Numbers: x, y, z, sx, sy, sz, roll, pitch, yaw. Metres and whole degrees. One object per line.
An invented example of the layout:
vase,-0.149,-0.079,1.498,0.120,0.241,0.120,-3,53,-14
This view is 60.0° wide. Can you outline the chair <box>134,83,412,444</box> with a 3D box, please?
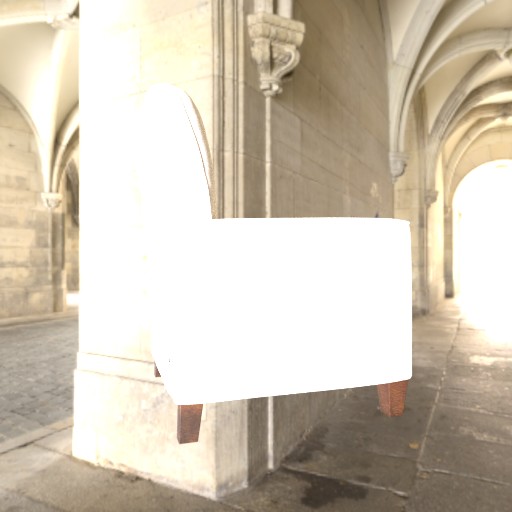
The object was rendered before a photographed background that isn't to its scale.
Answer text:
chair,0.000,0.000,1.664,0.858,1.028,0.841,0,0,-18
